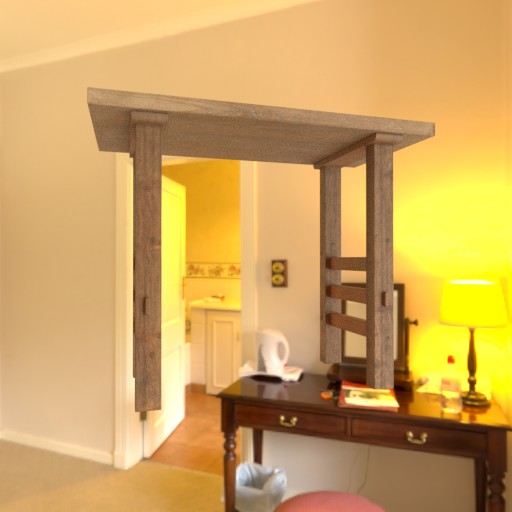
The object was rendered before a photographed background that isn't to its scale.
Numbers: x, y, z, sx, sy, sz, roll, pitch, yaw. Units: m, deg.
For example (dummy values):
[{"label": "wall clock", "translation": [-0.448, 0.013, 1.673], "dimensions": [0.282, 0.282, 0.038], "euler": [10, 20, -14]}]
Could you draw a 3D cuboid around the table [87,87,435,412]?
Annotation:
[{"label": "table", "translation": [0.000, 0.000, 1.627], "dimensions": [1.119, 0.914, 0.556], "euler": [0, 0, -16]}]
